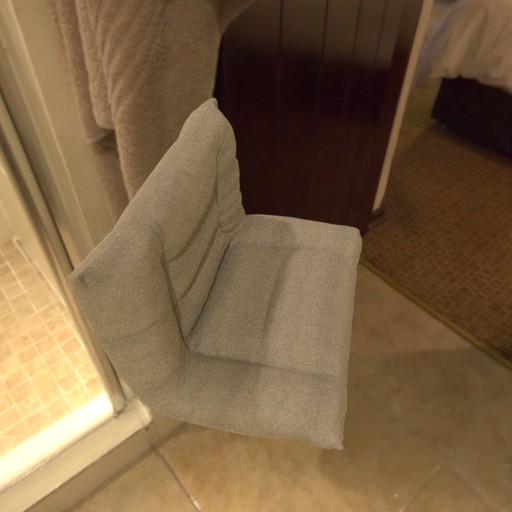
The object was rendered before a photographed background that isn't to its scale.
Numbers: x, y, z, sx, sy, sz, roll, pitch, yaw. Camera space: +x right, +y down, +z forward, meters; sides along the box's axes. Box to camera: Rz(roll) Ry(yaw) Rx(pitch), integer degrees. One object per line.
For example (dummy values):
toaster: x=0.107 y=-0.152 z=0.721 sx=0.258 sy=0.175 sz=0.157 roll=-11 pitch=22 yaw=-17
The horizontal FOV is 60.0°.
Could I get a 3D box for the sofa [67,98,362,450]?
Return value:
sofa: x=0.000 y=0.000 z=1.710 sx=0.847 sy=0.795 sz=1.144 roll=9 pitch=45 yaw=9
